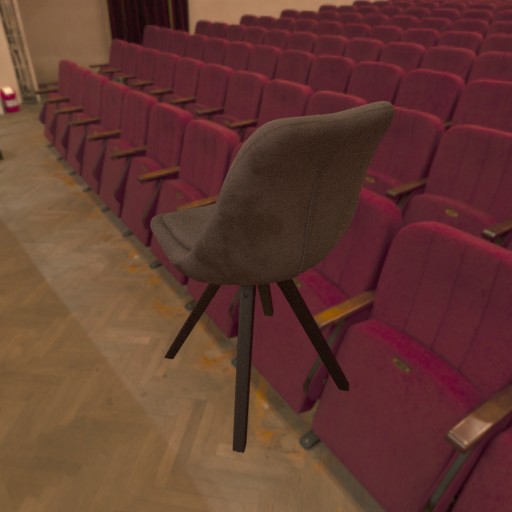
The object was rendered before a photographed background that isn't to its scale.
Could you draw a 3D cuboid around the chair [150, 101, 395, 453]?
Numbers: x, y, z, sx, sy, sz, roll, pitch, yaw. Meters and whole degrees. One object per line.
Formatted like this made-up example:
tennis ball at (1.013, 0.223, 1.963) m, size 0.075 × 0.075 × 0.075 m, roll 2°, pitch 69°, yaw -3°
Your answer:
chair at (0.000, 0.000, 1.169) m, size 0.476 × 0.850 × 0.550 m, roll -19°, pitch 36°, yaw -28°
